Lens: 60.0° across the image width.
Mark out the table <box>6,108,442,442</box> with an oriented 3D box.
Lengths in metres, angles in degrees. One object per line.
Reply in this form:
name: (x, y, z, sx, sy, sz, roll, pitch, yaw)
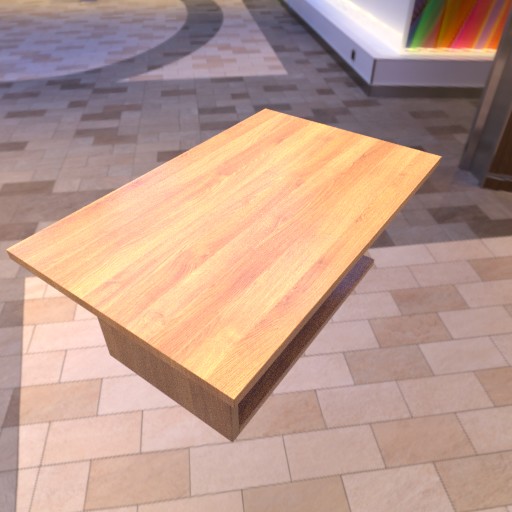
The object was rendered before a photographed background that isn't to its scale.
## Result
table: (0.000, 0.000, 1.399, 0.700, 0.442, 1.100, 25, 46, 27)
